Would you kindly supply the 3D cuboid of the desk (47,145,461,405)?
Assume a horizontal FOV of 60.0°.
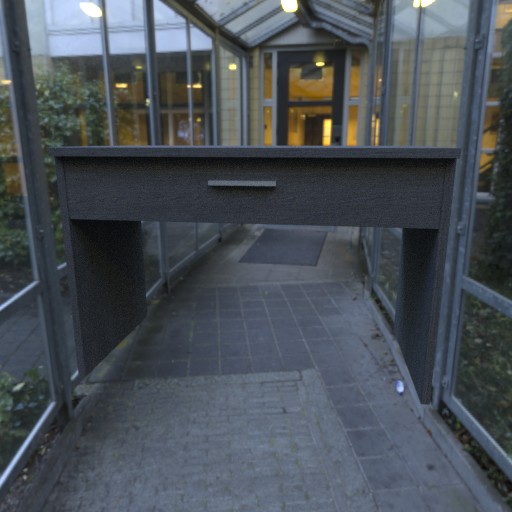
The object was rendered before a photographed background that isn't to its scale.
[{"bbox_3d":[0.000,0.000,1.520,1.099,0.729,0.557,2,15,8],"label":"desk"}]
